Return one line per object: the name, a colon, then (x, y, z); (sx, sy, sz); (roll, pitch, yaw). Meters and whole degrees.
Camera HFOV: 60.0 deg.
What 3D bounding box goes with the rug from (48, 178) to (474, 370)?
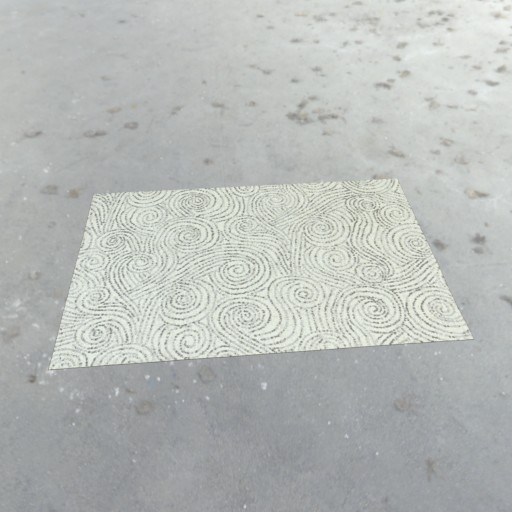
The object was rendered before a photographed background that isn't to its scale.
rug: (0.000, 0.000, 3.037); (2.439, 0.005, 1.524); (-3, 48, -3)
